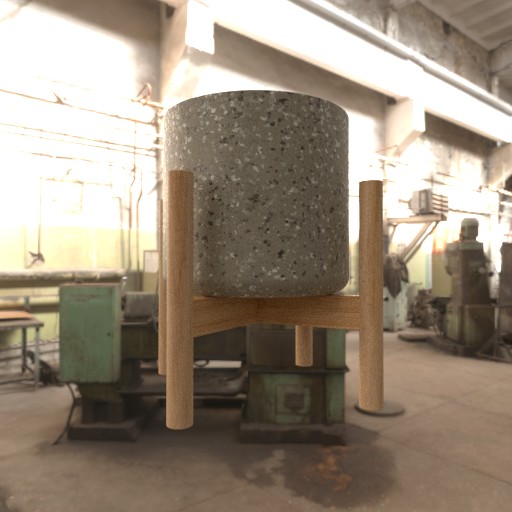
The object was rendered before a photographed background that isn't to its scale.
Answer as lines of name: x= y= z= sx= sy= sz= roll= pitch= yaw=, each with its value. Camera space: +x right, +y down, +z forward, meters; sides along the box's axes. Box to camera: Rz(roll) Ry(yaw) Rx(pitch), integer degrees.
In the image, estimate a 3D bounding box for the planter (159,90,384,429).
planter: x=0.000 y=0.000 z=0.539 sx=0.284 sy=0.320 sz=0.284 roll=1 pitch=-1 yaw=-37
